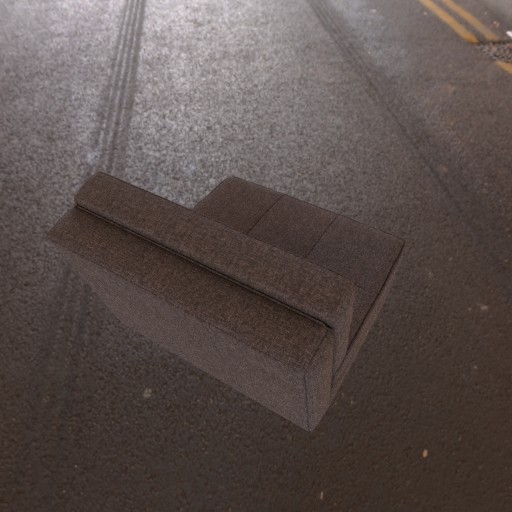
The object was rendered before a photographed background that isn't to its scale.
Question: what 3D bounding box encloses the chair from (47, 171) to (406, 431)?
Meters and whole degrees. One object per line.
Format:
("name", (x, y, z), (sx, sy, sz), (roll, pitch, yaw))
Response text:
("chair", (0.000, 0.000, 1.339), (0.740, 0.615, 0.800), (24, 51, 21))
